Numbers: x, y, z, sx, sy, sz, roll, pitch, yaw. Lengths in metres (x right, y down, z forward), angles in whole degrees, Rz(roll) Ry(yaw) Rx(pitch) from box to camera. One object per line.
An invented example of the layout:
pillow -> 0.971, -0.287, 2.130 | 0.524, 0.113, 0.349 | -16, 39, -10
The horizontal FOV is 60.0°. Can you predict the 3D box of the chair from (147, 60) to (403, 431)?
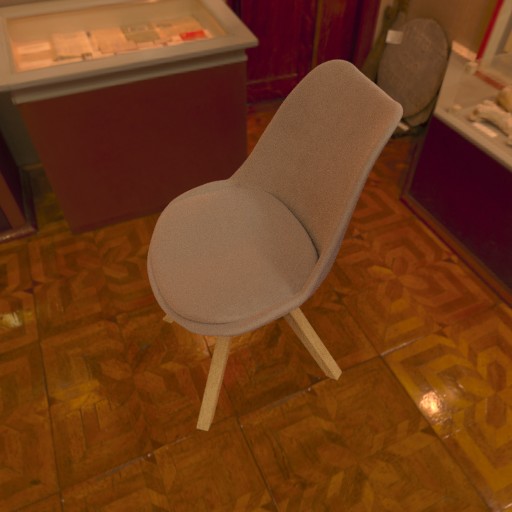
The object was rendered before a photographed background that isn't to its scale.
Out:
chair -> 0.000, 0.000, 1.150 | 0.550, 0.850, 0.485 | -16, 49, -15
